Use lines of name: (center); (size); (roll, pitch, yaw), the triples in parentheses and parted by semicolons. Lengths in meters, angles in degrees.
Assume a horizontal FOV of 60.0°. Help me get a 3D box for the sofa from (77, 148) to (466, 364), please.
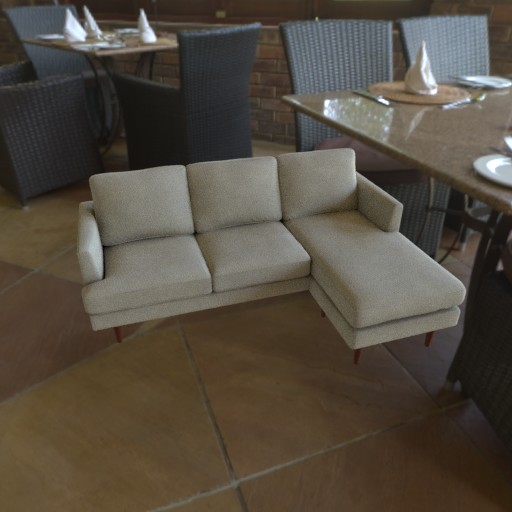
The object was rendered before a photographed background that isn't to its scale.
sofa: (0.000, 0.000, 2.988); (2.233, 0.956, 1.504); (-9, 33, -15)
